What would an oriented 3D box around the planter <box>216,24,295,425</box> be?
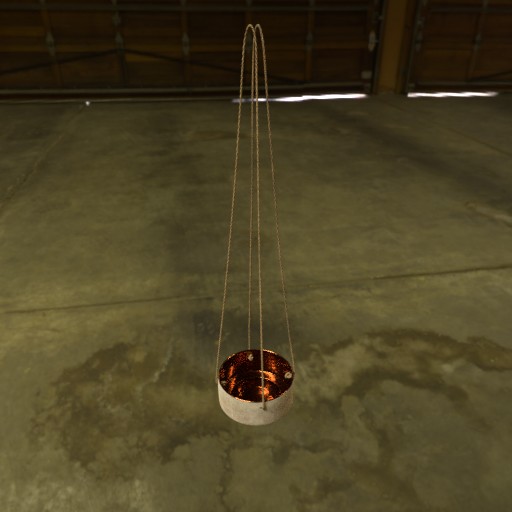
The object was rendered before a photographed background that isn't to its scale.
[{"bbox_3d":[0.000,0.000,1.112,0.223,1.030,0.223,19,33,31],"label":"planter"}]
